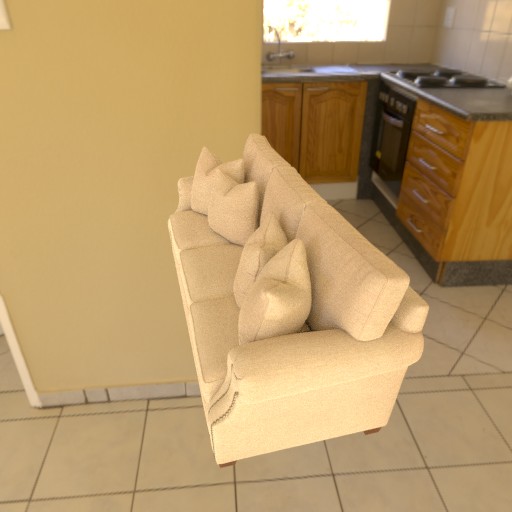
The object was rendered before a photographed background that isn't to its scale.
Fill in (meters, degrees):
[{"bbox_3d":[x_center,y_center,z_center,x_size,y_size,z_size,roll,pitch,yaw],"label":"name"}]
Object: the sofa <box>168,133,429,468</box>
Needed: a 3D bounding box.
[{"bbox_3d":[0.000,0.000,2.789,0.965,0.975,2.312,-7,31,-13],"label":"sofa"}]
